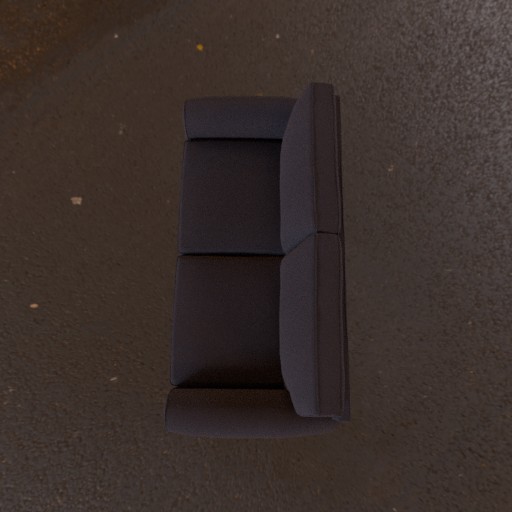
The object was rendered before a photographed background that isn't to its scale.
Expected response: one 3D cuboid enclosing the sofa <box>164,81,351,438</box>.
[{"bbox_3d":[0.000,0.000,2.641,0.951,1.031,2.009,1,76,0],"label":"sofa"}]
